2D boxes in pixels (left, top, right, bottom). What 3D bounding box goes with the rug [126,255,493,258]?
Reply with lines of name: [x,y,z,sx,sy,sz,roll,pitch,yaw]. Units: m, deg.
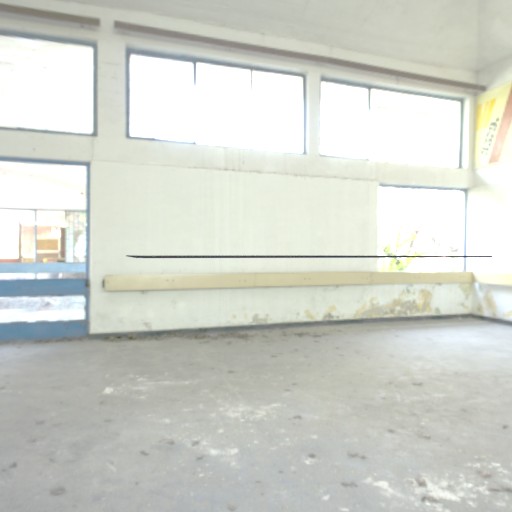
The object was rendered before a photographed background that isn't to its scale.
rug: [0.000,0.000,3.716,2.053,0.011,2.940,0,0,-17]
